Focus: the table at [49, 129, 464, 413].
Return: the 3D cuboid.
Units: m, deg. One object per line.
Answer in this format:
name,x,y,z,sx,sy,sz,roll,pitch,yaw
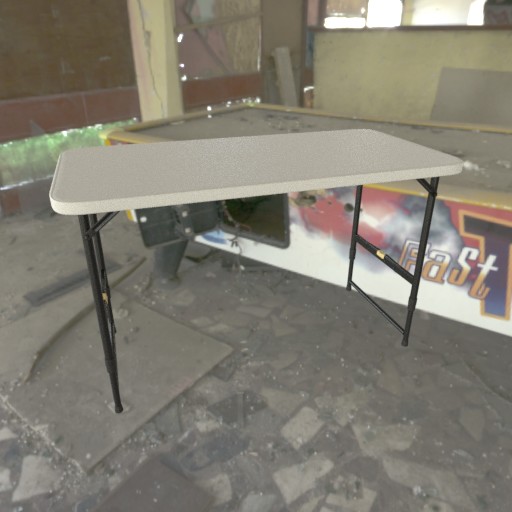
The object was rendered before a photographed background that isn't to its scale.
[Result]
table,0.000,0.000,1.611,1.219,0.737,0.610,-8,28,-16
